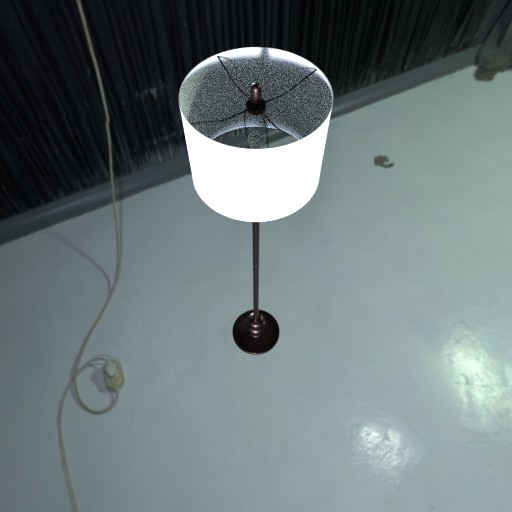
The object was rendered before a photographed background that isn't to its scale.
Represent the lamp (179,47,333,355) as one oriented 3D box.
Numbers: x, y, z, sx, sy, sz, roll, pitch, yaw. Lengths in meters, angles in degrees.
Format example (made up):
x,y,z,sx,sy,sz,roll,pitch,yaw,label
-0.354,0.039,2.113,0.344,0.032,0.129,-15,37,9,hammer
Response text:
x,y,z,sx,sy,sz,roll,pitch,yaw,label
0.000,0.000,1.636,0.356,1.487,0.356,-29,63,-17,lamp
